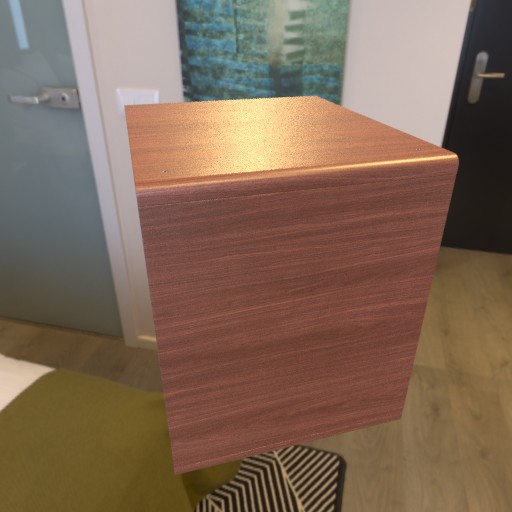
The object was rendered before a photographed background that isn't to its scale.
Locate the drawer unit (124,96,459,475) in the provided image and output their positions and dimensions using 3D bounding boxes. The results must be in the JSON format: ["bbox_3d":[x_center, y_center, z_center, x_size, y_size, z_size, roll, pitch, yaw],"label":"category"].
[{"bbox_3d":[0.000,0.000,0.602,0.290,0.351,0.349,-8,30,-14],"label":"drawer unit"}]
